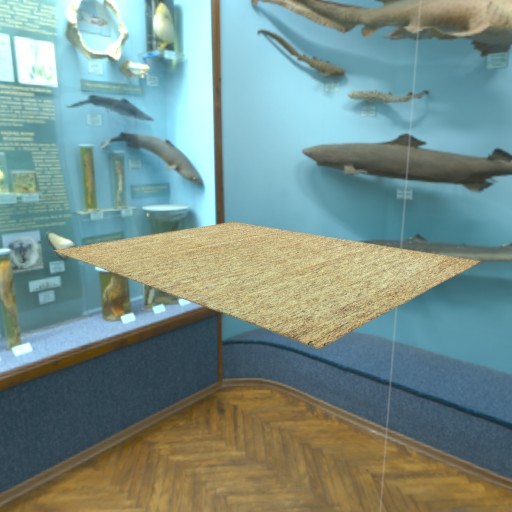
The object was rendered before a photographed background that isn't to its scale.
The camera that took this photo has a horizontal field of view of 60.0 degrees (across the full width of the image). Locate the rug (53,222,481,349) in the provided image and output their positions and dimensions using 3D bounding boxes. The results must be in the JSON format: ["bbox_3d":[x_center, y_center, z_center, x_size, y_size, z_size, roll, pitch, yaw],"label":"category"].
[{"bbox_3d":[0.000,0.000,4.157,3.200,0.012,2.438,13,18,42],"label":"rug"}]
